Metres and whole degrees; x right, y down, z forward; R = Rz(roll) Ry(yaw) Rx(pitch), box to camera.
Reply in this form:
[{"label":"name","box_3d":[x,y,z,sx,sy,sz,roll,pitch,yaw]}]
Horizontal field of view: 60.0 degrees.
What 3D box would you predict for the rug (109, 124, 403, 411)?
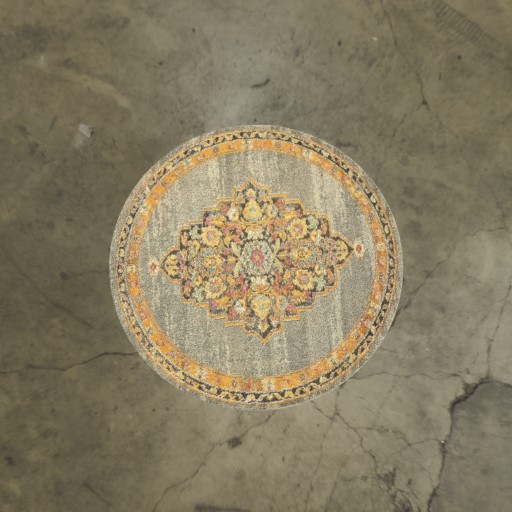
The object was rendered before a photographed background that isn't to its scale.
[{"label":"rug","box_3d":[0.000,0.000,2.415,1.598,0.010,1.598,0,76,0]}]
